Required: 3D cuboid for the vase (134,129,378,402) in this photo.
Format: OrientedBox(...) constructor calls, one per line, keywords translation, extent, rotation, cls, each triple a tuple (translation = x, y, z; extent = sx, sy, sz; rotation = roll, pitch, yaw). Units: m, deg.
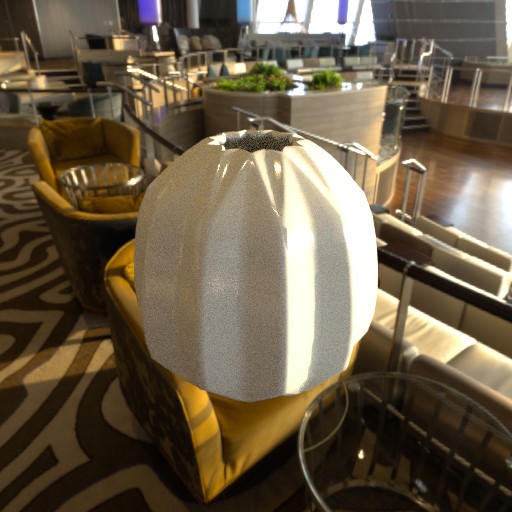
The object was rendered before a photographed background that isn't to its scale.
OrientedBox(translation=(0.000, 0.000, 0.256), extent=(0.139, 0.134, 0.139), rotation=(0, 28, 0), cls="vase")
